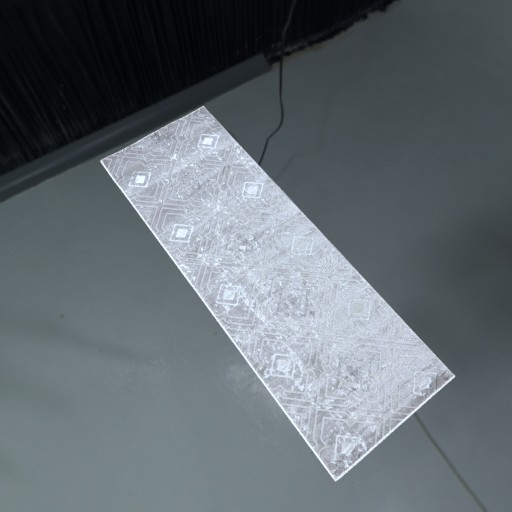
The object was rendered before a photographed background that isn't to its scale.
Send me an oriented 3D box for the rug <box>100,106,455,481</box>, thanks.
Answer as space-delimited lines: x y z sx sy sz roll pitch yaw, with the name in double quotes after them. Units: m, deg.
0.000 0.000 2.642 0.832 0.035 2.381 -34 68 -16 "rug"
